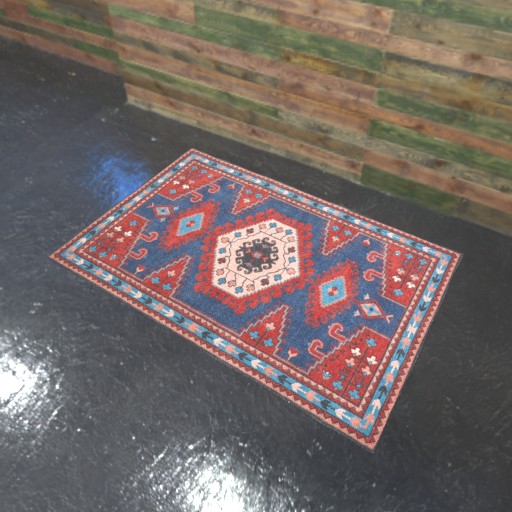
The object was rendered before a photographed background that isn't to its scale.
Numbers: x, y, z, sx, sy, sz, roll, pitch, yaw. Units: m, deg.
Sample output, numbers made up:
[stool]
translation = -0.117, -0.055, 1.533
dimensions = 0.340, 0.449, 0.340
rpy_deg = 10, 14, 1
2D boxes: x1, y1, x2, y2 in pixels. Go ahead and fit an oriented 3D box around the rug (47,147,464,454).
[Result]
[rug]
translation = 0.000, 0.000, 2.312
dimensions = 1.820, 0.012, 1.207
rpy_deg = 25, 52, 22
